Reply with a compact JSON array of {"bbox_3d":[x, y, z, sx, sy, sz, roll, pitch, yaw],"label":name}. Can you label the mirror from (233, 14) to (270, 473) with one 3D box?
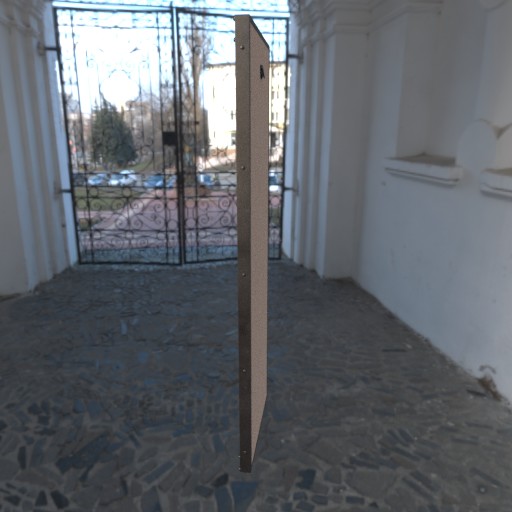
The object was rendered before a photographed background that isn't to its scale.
[{"bbox_3d":[0.000,0.000,1.174,0.042,1.080,0.354,2,16,8],"label":"mirror"}]
